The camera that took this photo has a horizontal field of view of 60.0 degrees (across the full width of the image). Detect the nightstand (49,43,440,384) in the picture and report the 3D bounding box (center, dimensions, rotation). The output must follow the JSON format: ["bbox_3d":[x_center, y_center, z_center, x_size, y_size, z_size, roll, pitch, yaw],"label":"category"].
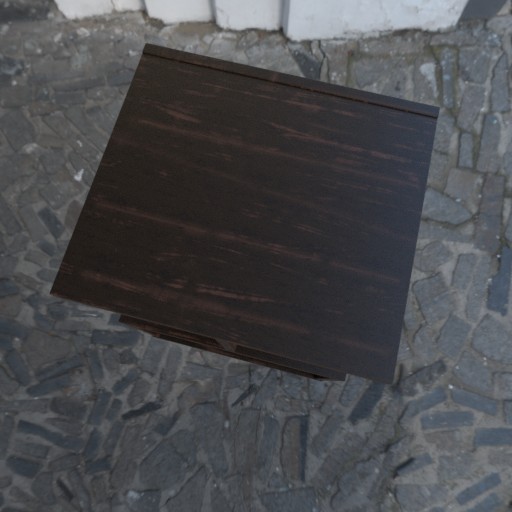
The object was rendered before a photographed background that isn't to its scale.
[{"bbox_3d":[0.000,0.000,0.809,0.400,0.559,0.356,14,75,4],"label":"nightstand"}]
